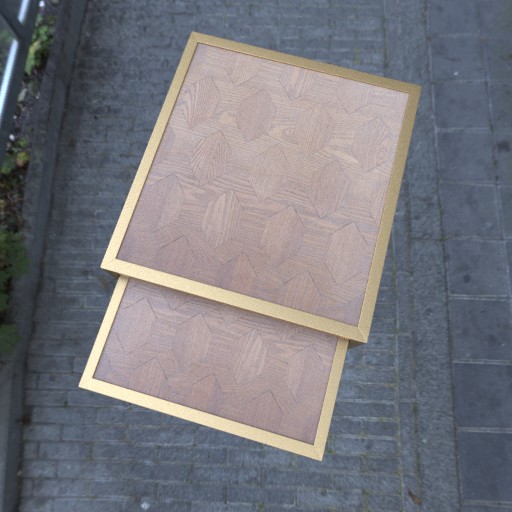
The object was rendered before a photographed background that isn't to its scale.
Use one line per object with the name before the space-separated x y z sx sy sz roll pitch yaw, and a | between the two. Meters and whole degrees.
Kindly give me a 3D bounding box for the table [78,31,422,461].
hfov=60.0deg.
table | 0.000 0.000 1.084 0.505 0.505 0.762 15 75 4
